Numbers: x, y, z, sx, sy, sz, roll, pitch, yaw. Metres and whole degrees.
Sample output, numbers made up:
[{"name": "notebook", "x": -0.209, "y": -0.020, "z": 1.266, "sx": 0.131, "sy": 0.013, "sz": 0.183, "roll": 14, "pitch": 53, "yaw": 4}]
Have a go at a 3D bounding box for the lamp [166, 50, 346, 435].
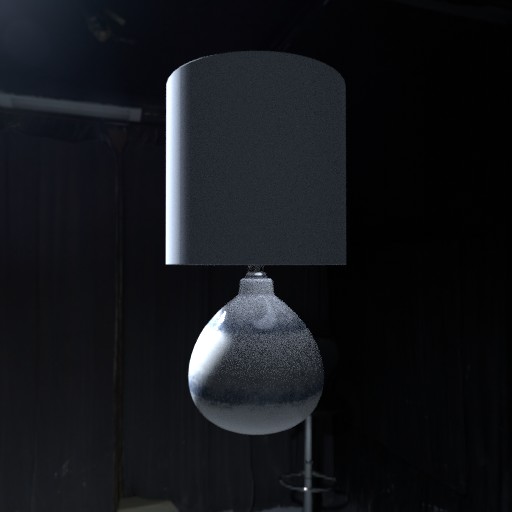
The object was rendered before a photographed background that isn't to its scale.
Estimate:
[{"name": "lamp", "x": 0.000, "y": 0.000, "z": 0.544, "sx": 0.216, "sy": 0.404, "sz": 0.216, "roll": 0, "pitch": -1, "yaw": -18}]
